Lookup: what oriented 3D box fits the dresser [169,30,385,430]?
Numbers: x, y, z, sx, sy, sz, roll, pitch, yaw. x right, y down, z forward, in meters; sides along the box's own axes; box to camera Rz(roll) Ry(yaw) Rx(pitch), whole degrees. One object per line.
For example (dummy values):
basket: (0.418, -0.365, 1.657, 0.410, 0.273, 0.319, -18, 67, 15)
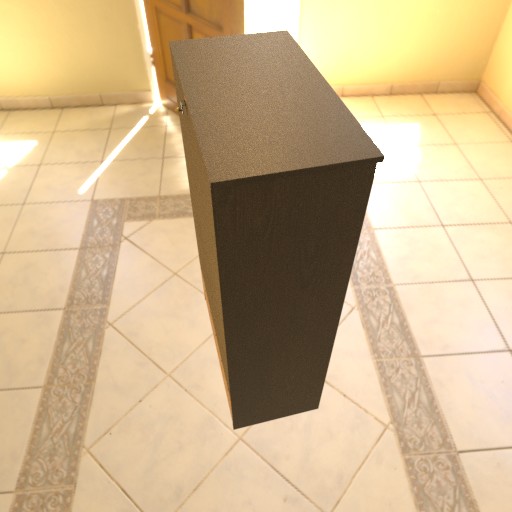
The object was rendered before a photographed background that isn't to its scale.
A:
dresser: (0.000, 0.000, 1.588, 0.418, 1.254, 0.704, -11, 48, -10)
